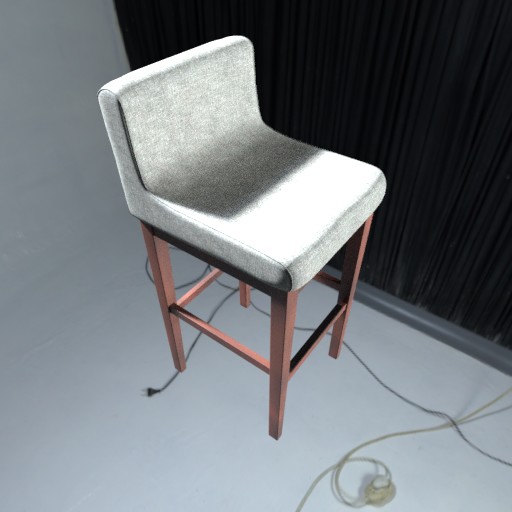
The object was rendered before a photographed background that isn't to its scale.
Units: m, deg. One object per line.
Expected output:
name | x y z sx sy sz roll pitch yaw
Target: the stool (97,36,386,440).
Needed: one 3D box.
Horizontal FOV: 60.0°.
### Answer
stool | 0.000 0.000 1.202 0.499 0.965 0.426 27 48 26
